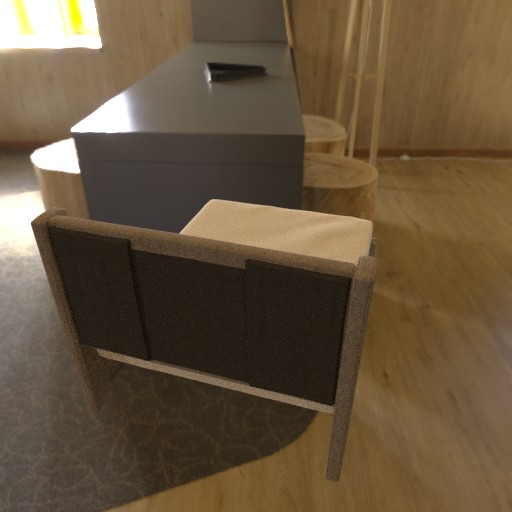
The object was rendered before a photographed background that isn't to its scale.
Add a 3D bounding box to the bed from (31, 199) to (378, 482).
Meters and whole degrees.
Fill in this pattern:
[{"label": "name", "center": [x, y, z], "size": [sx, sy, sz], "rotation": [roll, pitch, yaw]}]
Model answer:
[{"label": "bed", "center": [0.000, 0.000, 3.315], "size": [1.714, 1.476, 2.245], "rotation": [10, 34, 14]}]
